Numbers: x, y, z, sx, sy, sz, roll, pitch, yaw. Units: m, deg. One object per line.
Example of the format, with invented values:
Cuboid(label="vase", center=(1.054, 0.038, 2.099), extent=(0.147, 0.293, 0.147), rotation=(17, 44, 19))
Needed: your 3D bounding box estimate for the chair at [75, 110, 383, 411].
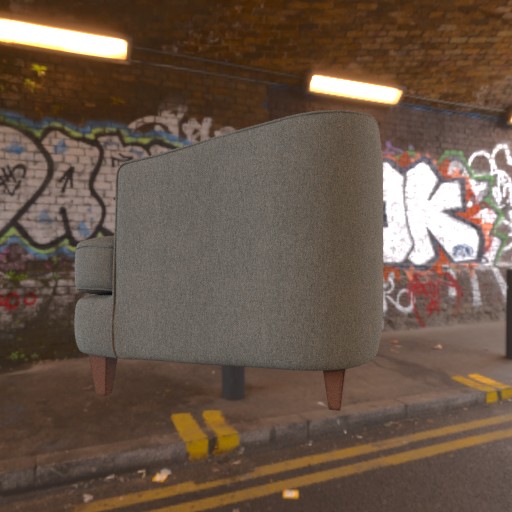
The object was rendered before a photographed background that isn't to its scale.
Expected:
Cuboid(label="chair", center=(0.000, 0.000, 1.724), extent=(0.945, 0.852, 1.094), rotation=(0, 1, 17))
